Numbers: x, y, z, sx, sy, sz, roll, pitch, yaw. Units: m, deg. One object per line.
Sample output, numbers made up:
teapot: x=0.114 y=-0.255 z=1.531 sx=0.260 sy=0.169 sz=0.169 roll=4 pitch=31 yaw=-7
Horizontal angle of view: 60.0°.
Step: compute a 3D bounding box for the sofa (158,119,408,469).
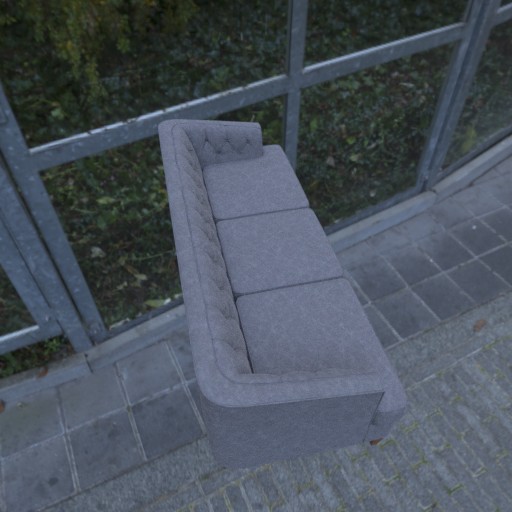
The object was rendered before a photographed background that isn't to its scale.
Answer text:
sofa: x=0.000 y=0.000 z=2.681 sx=0.917 sy=0.806 sz=2.247 roll=-9 pitch=46 yaw=-9
